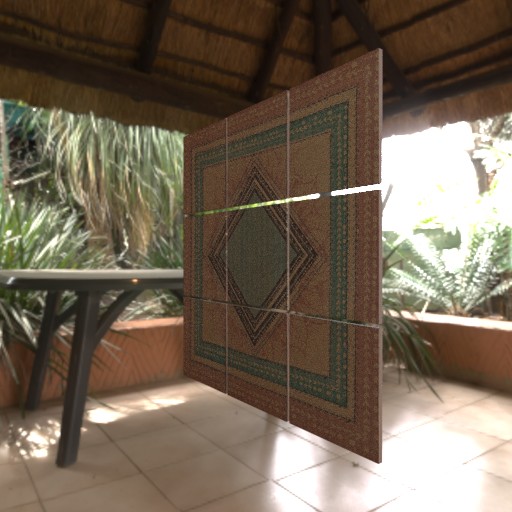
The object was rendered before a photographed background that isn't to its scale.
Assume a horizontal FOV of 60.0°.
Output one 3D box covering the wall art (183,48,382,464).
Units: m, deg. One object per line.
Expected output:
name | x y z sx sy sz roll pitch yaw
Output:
wall art | 0.000 0.000 1.342 0.013 0.914 0.915 0 0 -37
